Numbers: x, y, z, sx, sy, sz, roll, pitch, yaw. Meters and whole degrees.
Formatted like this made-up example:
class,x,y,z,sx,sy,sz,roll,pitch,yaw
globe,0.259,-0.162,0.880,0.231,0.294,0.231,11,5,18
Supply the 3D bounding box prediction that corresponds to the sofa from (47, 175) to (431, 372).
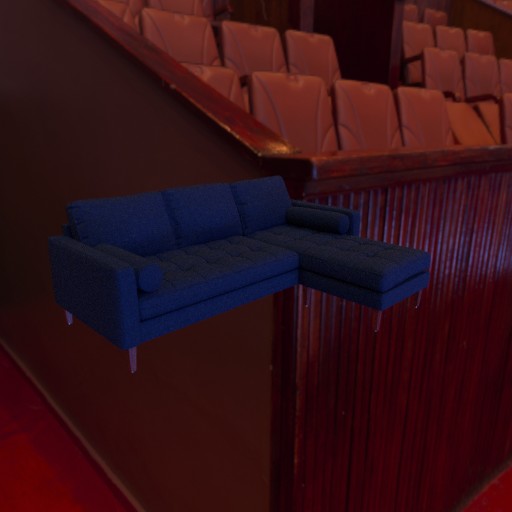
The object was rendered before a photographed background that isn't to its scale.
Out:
class,x,y,z,sx,sy,sz,roll,pitch,yaw
sofa,0.000,0.000,3.024,2.185,0.841,1.613,-16,23,-42
